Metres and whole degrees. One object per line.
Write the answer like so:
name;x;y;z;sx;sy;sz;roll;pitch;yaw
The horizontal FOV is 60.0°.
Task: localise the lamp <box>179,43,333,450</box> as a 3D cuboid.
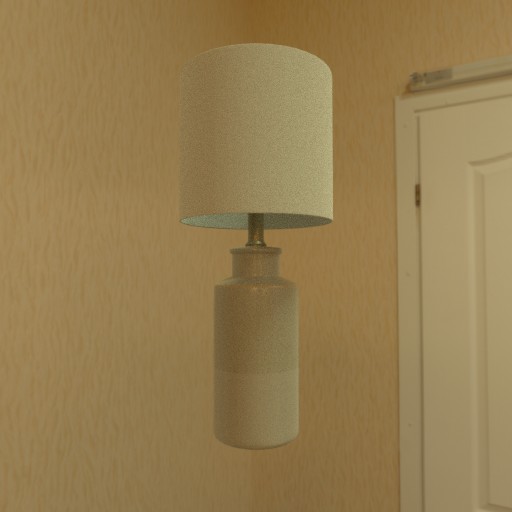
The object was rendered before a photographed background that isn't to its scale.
lamp;0.000;0.000;0.618;0.212;0.493;0.212;0;-2;0
